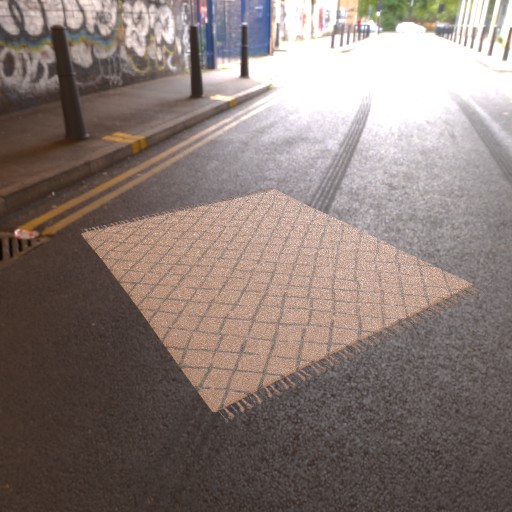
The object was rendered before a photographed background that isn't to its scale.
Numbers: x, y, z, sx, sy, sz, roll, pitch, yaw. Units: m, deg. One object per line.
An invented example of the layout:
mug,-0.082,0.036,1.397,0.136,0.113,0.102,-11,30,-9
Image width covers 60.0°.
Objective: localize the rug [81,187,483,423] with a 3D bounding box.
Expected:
rug,0.000,0.000,4.851,2.892,0.036,3.585,-17,32,-29
